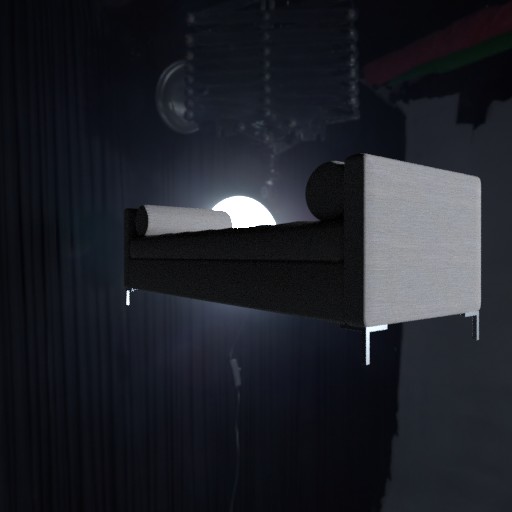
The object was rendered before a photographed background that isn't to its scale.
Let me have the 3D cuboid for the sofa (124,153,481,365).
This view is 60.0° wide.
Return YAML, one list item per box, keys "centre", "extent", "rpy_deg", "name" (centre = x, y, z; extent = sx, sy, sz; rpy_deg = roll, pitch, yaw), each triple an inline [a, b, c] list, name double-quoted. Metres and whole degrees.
- centre: [0.000, 0.000, 2.282]
  extent: [0.686, 0.635, 1.981]
  rpy_deg: [0, 0, -36]
  name: "sofa"
